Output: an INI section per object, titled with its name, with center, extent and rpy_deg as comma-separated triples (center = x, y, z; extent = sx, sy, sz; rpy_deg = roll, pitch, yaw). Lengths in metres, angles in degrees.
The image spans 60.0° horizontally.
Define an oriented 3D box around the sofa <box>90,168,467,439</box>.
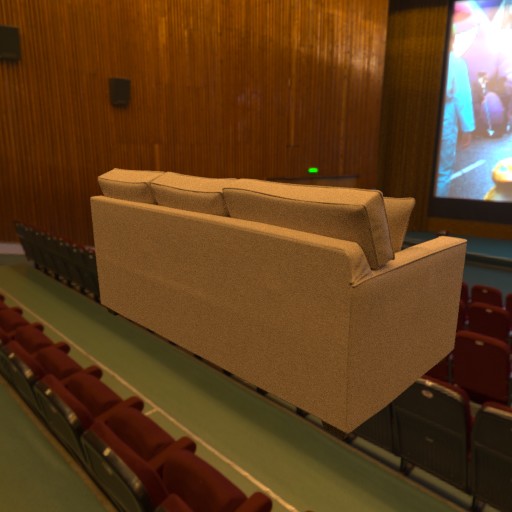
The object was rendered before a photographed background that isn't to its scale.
[sofa]
center = 0.000, 0.000, 2.534
extent = 1.962, 0.946, 1.034
rpy_deg = 14, 20, 43
